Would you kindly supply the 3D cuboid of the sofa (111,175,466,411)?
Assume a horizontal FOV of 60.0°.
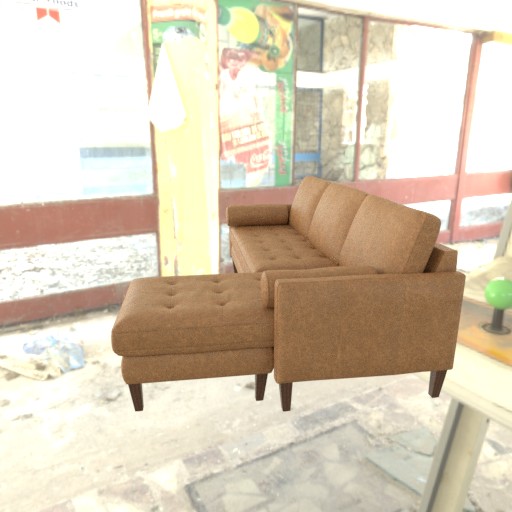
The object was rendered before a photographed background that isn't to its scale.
[{"bbox_3d":[0.000,0.000,2.861,1.506,0.876,2.178,-2,15,-8],"label":"sofa"}]
